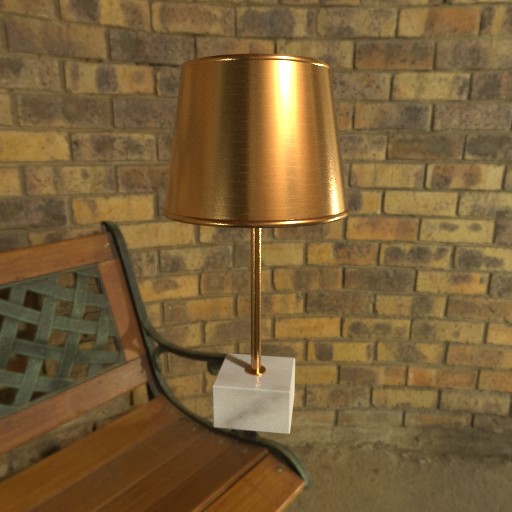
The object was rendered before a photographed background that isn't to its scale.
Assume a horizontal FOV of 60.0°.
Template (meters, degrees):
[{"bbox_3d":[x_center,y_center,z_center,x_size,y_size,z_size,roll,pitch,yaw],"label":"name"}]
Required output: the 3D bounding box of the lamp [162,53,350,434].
[{"bbox_3d":[0.000,0.000,0.514,0.208,0.406,0.208,0,14,0],"label":"lamp"}]
